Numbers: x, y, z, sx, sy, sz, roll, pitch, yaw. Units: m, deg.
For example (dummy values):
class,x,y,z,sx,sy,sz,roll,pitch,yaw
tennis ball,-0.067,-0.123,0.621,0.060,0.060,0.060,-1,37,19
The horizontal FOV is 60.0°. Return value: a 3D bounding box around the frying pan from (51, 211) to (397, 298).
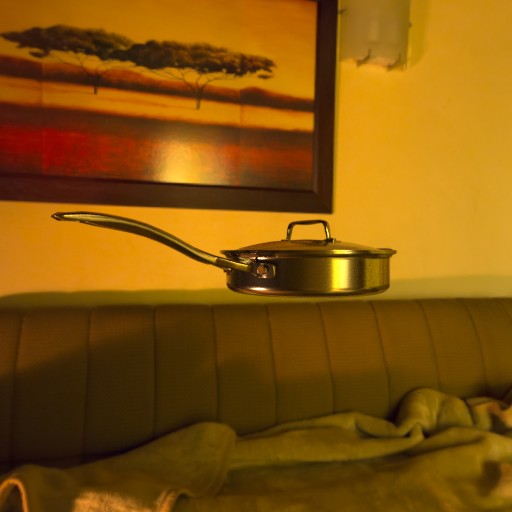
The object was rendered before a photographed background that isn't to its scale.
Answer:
class,x,y,z,sx,sy,sz,roll,pitch,yaw
frying pan,0.000,0.000,0.655,0.561,0.114,0.280,0,1,-37
